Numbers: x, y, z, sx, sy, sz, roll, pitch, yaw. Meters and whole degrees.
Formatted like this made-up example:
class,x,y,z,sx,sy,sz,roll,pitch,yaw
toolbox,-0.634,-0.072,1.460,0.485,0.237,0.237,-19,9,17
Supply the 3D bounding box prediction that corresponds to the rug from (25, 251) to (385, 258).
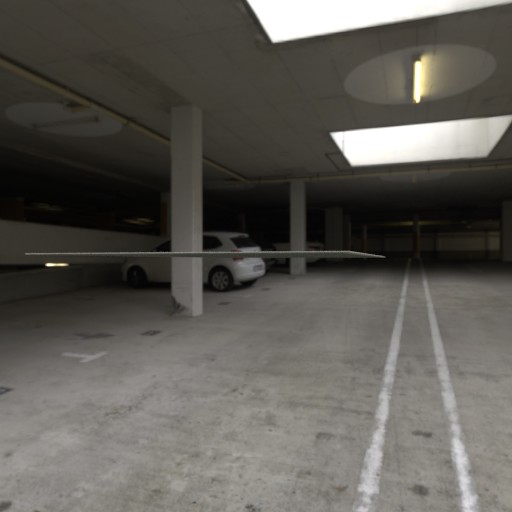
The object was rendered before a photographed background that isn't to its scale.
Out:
class,x,y,z,sx,sy,sz,roll,pitch,yaw
rug,0.000,0.000,2.933,1.523,0.006,2.289,0,-1,19
